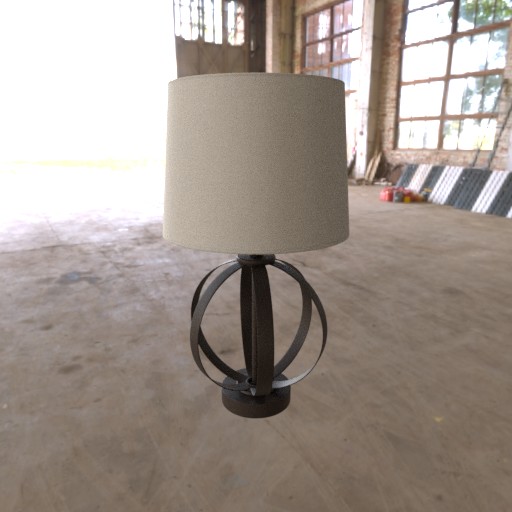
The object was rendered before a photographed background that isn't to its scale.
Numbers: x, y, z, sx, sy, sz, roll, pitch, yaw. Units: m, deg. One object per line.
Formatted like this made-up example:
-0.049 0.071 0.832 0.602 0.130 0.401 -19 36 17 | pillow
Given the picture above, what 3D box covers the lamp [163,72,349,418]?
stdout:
0.000 0.000 0.705 0.286 0.510 0.286 0 15 0 | lamp
